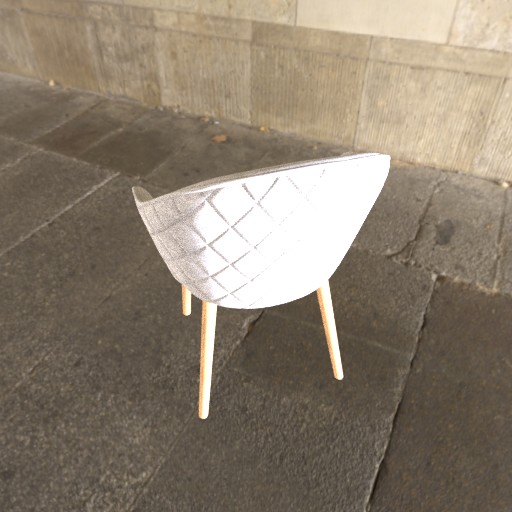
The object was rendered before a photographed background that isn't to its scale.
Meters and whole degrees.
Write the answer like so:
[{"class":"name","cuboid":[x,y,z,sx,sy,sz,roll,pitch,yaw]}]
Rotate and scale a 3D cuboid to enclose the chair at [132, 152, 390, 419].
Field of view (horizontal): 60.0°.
[{"class":"chair","cuboid":[0.000,0.000,1.150,0.540,0.800,0.530,-12,42,-13]}]
